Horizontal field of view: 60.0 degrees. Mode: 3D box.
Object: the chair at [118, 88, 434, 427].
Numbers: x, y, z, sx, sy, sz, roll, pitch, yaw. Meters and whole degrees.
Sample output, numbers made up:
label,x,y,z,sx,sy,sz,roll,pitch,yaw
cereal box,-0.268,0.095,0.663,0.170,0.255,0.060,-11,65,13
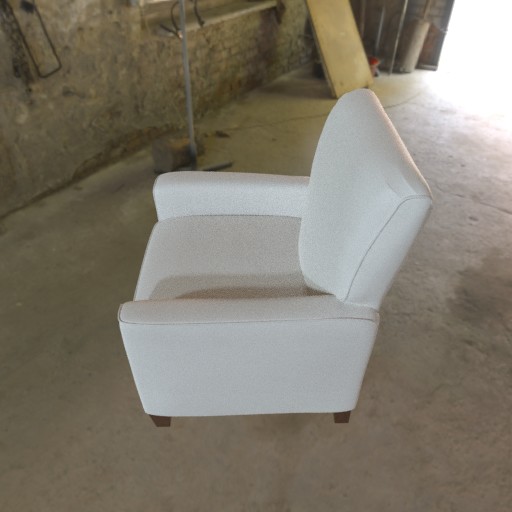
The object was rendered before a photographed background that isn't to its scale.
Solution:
label,x,y,z,sx,sy,sz,roll,pitch,yaw
chair,0.000,0.000,1.605,0.858,1.028,0.841,-1,41,-1
